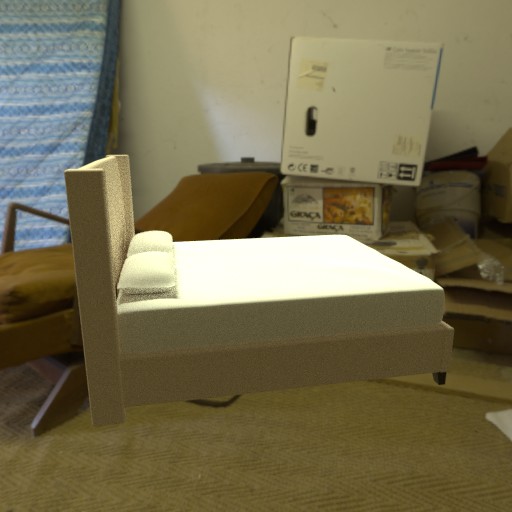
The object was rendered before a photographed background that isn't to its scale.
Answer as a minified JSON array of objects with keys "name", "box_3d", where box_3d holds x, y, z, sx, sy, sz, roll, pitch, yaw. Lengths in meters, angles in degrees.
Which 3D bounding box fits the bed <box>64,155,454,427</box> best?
[{"name":"bed","box_3d":[0.000,0.000,3.429,2.293,1.471,1.778,-3,15,-11]}]
